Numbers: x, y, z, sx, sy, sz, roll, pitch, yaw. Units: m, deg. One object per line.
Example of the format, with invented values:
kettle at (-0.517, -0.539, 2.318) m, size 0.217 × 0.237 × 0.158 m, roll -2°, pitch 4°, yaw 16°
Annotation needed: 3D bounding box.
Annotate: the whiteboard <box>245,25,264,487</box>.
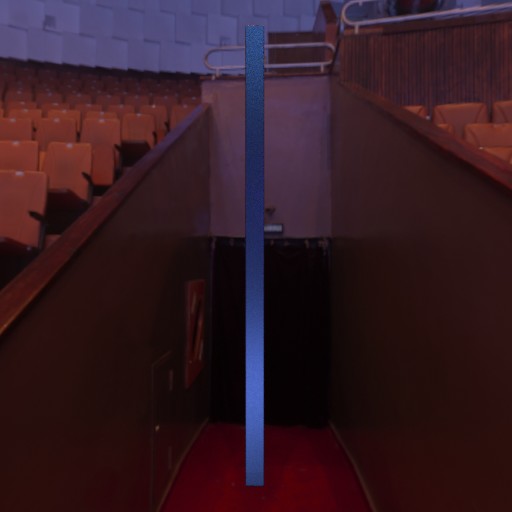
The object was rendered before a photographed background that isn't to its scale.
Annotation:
whiteboard at (0.000, 0.000, 0.789) m, size 0.026 × 0.611 × 0.406 m, roll 0°, pitch 0°, yaw 0°
